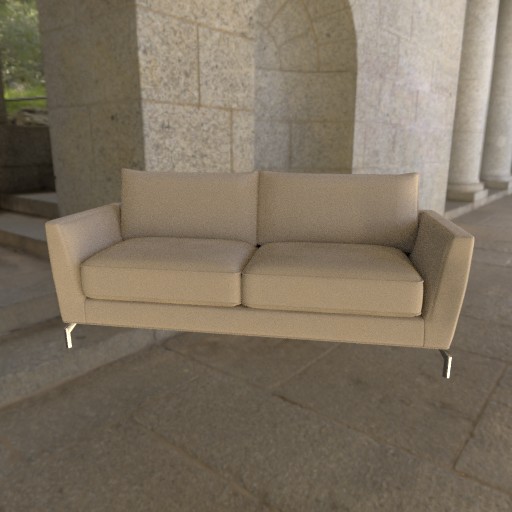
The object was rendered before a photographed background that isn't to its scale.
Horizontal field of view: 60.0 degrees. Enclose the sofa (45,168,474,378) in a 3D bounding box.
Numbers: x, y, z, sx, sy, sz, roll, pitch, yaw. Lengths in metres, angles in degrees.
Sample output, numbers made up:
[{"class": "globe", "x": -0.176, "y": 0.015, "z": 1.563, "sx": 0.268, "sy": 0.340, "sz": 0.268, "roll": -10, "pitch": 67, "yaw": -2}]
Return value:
[{"class": "sofa", "x": 0.000, "y": 0.000, "z": 2.686, "sx": 2.214, "sy": 1.005, "sz": 0.868, "roll": 2, "pitch": 14, "yaw": 9}]
